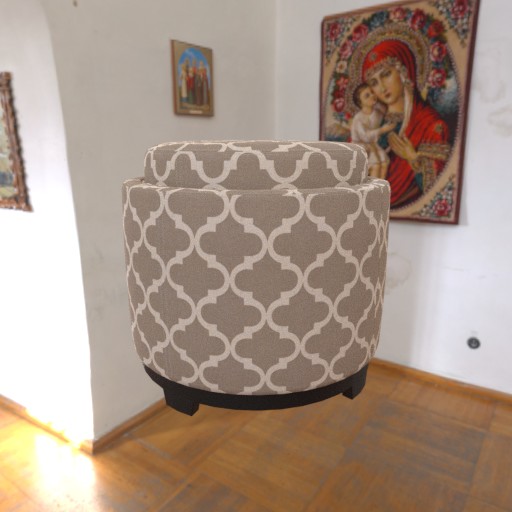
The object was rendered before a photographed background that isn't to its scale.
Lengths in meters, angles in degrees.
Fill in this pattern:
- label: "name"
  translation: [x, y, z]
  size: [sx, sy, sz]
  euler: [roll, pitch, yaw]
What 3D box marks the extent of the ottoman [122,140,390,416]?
- label: "ottoman"
  translation: [0.000, 0.000, 0.847]
  size: [0.480, 0.429, 0.480]
  euler: [0, 14, 0]
